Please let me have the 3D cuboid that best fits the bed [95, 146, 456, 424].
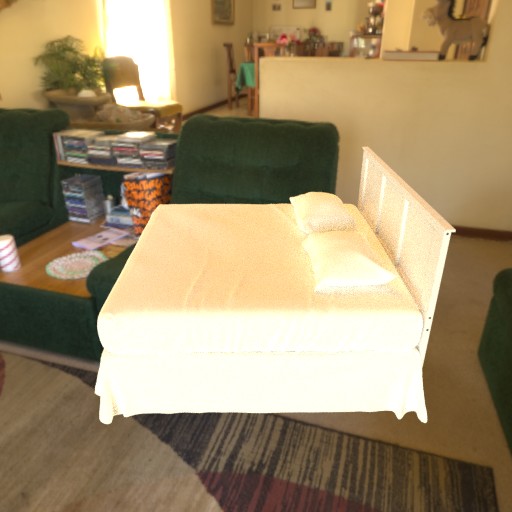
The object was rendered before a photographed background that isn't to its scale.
[{"bbox_3d":[0.000,0.000,3.540,2.215,1.273,2.317,0,26,-1],"label":"bed"}]
